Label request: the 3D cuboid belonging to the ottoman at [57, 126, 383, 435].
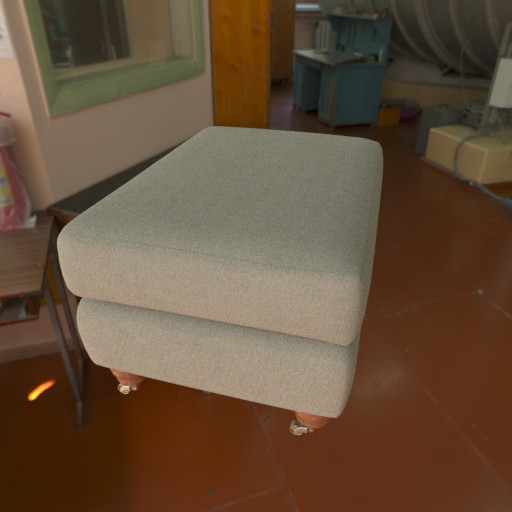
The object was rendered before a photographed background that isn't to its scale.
[{"bbox_3d":[0.000,0.000,1.134,0.569,0.504,0.773,8,32,14],"label":"ottoman"}]
